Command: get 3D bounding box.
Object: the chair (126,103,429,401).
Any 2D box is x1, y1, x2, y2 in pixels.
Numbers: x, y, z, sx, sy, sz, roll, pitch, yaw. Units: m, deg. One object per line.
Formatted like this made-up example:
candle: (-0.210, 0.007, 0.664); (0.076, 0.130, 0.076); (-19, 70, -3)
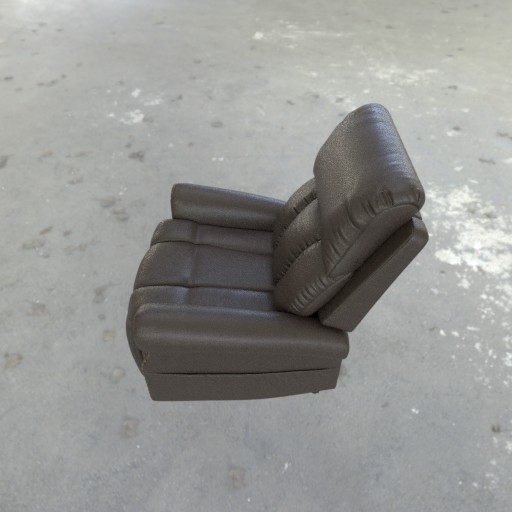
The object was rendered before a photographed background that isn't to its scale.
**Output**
chair: (0.000, 0.000, 1.729); (0.978, 1.028, 0.869); (1, 43, 1)
